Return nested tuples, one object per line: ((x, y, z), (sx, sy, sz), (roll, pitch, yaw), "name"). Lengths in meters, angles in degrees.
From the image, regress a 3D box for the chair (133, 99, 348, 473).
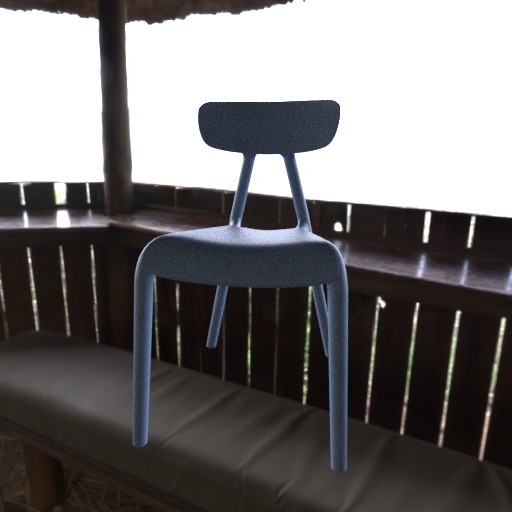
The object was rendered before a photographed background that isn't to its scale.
((0.000, 0.000, 0.832), (0.356, 0.580, 0.401), (3, 15, 10), "chair")
